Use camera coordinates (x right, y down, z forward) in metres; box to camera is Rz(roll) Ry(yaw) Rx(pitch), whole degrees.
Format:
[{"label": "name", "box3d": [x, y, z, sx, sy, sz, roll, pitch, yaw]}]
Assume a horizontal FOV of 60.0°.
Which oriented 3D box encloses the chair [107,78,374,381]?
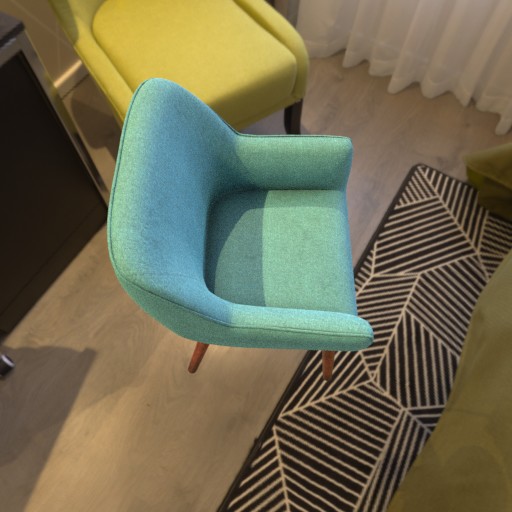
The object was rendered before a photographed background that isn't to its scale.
[{"label": "chair", "box3d": [0.000, 0.000, 1.171, 0.519, 0.803, 0.543, 0, 64, 0]}]
